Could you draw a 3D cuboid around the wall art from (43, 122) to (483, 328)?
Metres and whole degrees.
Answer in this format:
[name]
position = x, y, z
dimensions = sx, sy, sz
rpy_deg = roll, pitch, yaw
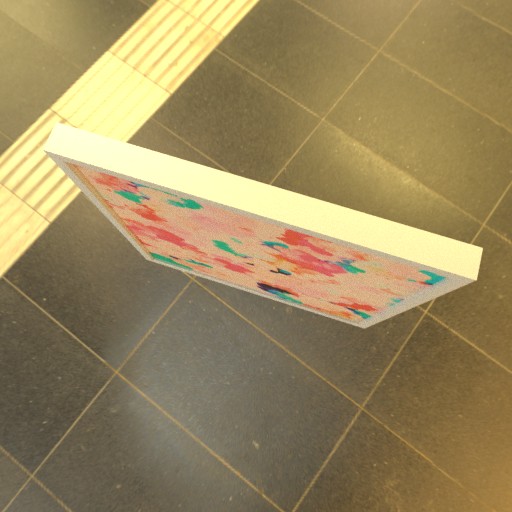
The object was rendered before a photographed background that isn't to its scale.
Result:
[wall art]
position = 0.000, 0.000, 0.741
dimensions = 0.506, 0.505, 0.038
rpy_deg = 17, 76, 5
